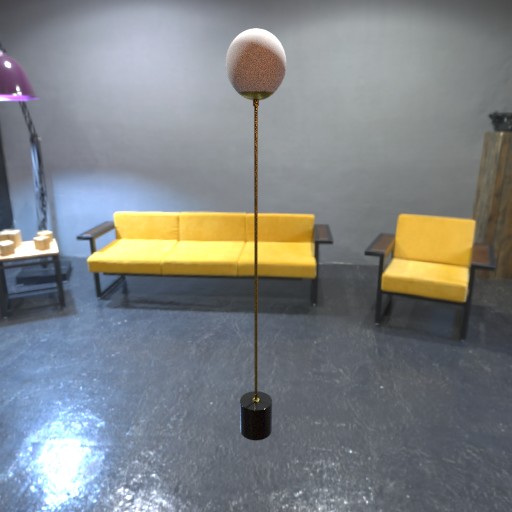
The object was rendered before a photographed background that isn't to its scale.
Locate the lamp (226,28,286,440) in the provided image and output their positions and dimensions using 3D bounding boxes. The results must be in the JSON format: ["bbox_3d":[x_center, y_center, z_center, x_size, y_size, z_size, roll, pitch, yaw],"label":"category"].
[{"bbox_3d":[0.000,0.000,1.886,0.229,1.748,0.229,2,17,8],"label":"lamp"}]
